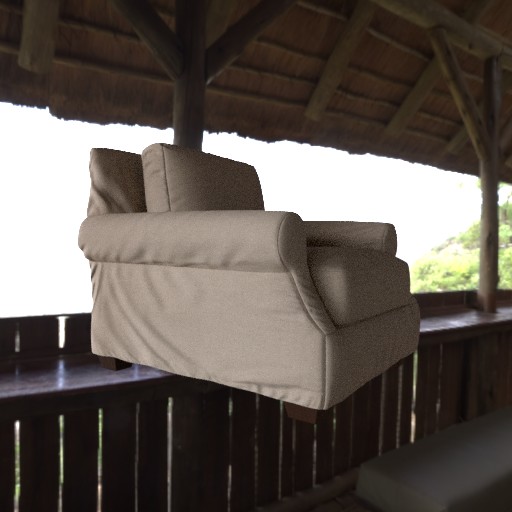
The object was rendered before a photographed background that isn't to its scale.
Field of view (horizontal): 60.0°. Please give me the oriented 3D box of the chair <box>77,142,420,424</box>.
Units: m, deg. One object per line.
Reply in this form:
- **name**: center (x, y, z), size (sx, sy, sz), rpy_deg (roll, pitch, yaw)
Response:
- **chair**: center (0.000, 0.000, 1.732), size (1.066, 0.866, 0.940), rpy_deg (1, 2, 36)
